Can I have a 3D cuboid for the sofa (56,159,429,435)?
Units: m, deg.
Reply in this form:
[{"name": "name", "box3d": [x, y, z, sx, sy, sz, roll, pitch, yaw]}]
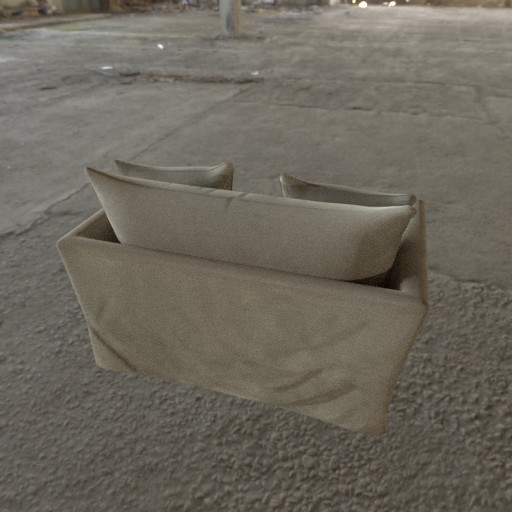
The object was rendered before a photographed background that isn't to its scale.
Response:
[{"name": "sofa", "box3d": [0.000, 0.000, 2.296, 1.608, 1.040, 1.035, 9, 33, 14]}]
